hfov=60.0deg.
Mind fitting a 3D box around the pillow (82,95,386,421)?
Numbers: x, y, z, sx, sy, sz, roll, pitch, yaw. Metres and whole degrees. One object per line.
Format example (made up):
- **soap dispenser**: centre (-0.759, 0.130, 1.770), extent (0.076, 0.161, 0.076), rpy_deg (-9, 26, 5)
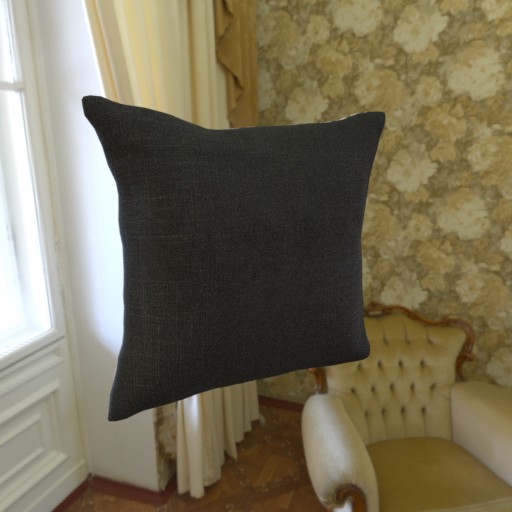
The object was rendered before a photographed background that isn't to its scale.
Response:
- **pillow**: centre (0.000, 0.000, 0.679), extent (0.468, 0.444, 0.138), rpy_deg (-6, 15, -24)
